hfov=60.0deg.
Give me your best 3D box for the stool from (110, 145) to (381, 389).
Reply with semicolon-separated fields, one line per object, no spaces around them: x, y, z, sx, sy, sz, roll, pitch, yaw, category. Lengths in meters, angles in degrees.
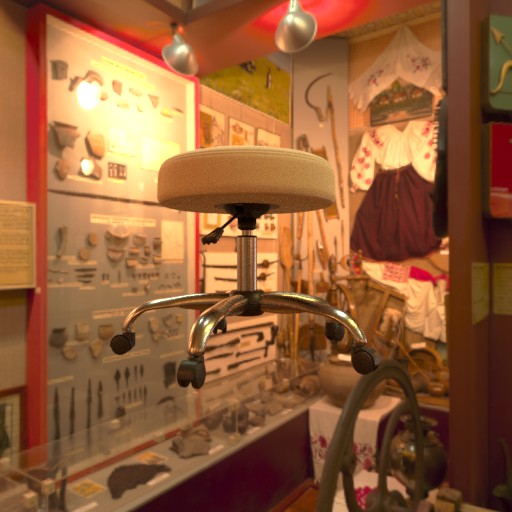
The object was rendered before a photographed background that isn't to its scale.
0.000;0.000;1.079;0.614;0.482;0.634;0;0;37;stool
